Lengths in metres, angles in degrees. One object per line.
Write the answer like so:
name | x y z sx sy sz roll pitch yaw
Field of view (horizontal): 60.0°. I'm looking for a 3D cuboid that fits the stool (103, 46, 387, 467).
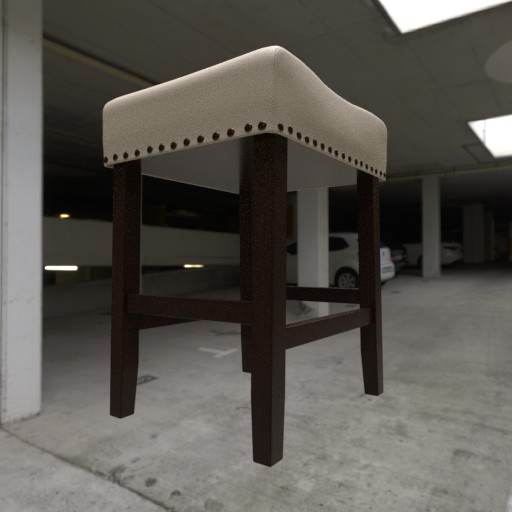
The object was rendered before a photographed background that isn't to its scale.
stool | 0.000 0.000 0.917 0.401 0.609 0.471 -1 -1 36
